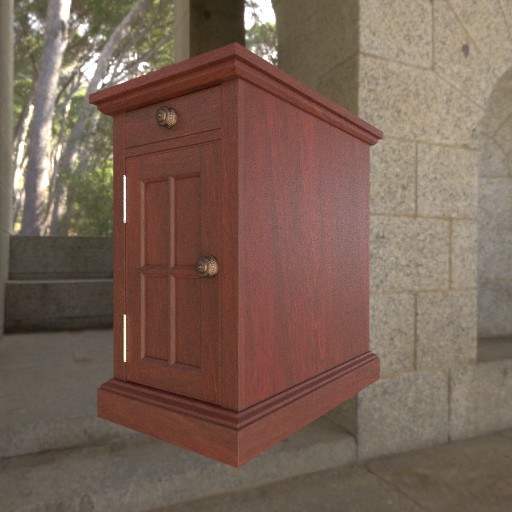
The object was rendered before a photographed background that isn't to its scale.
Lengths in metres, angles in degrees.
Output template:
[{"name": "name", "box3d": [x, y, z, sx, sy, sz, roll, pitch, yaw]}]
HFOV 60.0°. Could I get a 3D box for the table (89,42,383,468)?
[{"name": "table", "box3d": [0.000, 0.000, 0.971, 0.356, 0.612, 0.584, 0, 1, 36]}]
